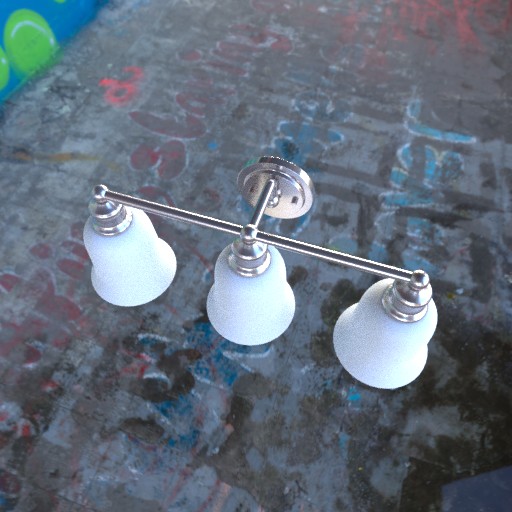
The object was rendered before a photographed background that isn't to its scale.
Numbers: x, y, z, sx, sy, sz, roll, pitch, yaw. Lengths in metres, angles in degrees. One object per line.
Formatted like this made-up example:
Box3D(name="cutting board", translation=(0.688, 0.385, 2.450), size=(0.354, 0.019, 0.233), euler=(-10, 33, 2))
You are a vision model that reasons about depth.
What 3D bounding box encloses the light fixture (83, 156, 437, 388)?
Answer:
Box3D(name="light fixture", translation=(0.000, 0.000, 0.653), size=(0.570, 0.211, 0.198), euler=(16, 59, 10))
